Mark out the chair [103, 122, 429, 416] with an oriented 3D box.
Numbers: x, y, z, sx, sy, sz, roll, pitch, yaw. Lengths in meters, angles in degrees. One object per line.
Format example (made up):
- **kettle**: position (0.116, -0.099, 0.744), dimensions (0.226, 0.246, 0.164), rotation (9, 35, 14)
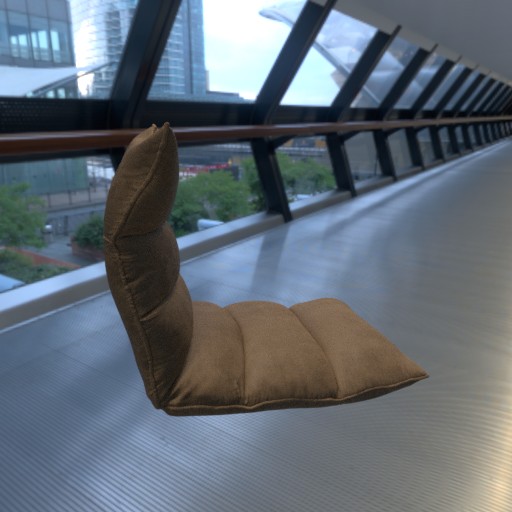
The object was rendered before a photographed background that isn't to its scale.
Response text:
- **chair**: position (0.000, 0.000, 1.554), dimensions (0.985, 0.892, 0.714), rotation (-3, 17, -11)
